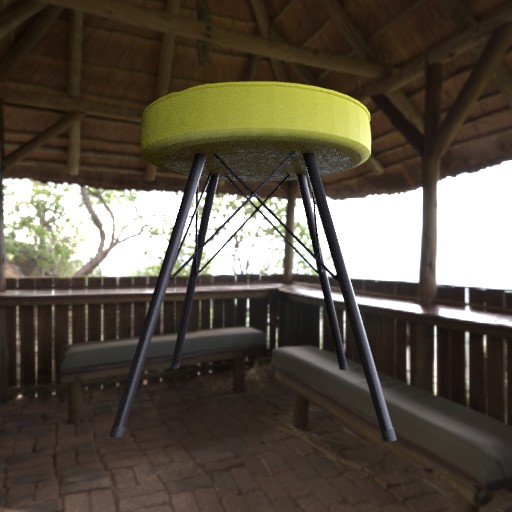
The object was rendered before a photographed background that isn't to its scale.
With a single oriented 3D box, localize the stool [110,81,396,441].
[{"bbox_3d":[0.000,0.000,0.812,0.409,0.508,0.409,0,0,2],"label":"stool"}]
